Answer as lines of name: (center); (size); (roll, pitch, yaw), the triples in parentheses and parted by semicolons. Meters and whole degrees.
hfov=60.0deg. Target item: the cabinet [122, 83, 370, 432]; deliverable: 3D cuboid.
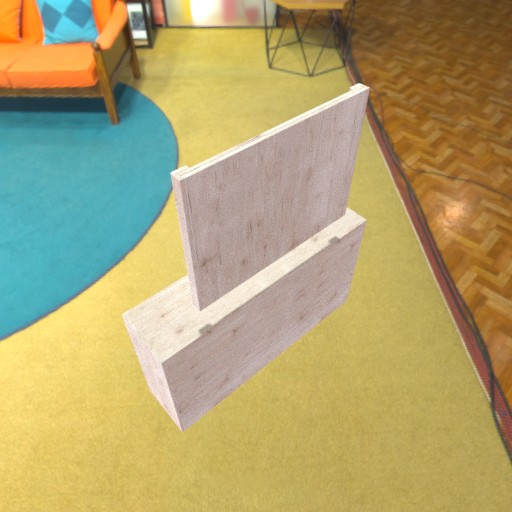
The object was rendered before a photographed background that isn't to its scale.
cabinet: (0.000, 0.000, 2.782); (1.700, 1.981, 0.420); (-33, 55, -27)
